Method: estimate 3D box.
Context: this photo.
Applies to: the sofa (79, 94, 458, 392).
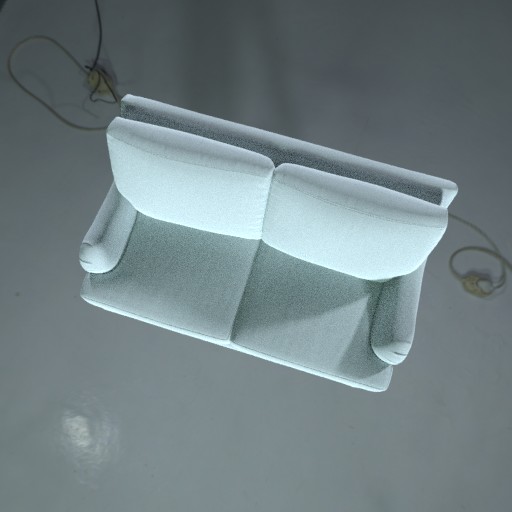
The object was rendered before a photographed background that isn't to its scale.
[{"bbox_3d":[0.000,0.000,2.571,1.853,1.101,1.084,16,76,4],"label":"sofa"}]
